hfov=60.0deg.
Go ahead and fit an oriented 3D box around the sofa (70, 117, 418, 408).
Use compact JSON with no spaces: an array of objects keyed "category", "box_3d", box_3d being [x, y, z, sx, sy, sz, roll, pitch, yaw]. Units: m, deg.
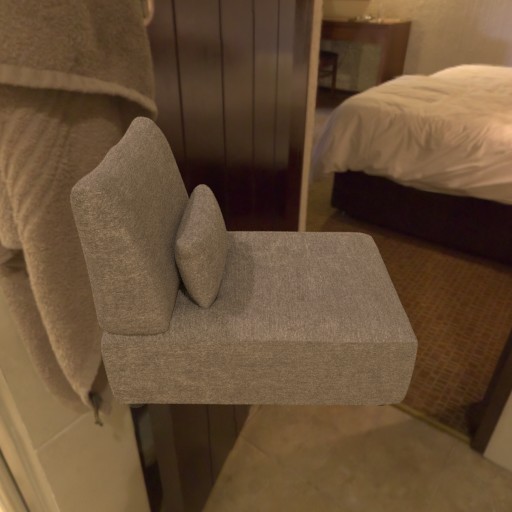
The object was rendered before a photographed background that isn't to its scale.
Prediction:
[{"category":"sofa","box_3d":[0.000,0.000,1.592,1.000,0.820,0.700,0,32,0]}]
